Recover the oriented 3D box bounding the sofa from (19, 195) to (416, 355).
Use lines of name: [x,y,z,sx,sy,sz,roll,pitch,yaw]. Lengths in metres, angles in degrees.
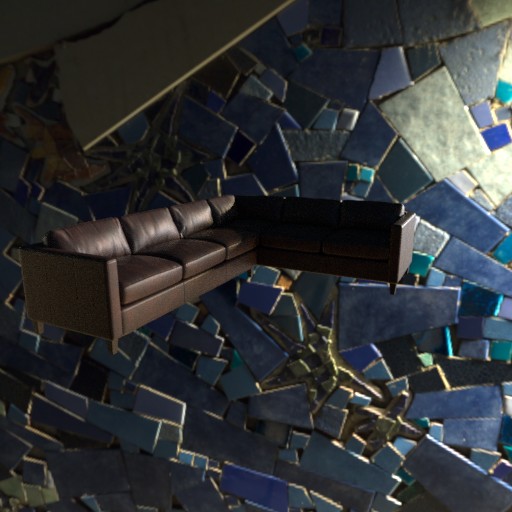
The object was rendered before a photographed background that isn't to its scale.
sofa: [0.000,0.000,4.221,2.438,0.836,3.152,7,16,26]
